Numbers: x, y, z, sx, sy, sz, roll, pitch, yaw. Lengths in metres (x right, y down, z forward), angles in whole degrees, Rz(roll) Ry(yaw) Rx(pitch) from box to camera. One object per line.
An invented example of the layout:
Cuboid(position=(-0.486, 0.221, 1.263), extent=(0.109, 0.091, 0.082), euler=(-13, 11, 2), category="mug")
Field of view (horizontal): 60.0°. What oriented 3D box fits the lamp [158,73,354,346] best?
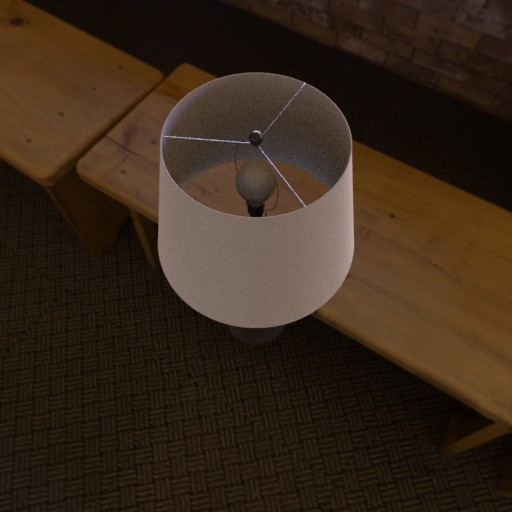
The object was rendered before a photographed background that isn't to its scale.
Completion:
Cuboid(position=(0.000, 0.000, 0.899), extent=(0.363, 0.696, 0.363), euler=(0, 62, 0), category="lamp")
